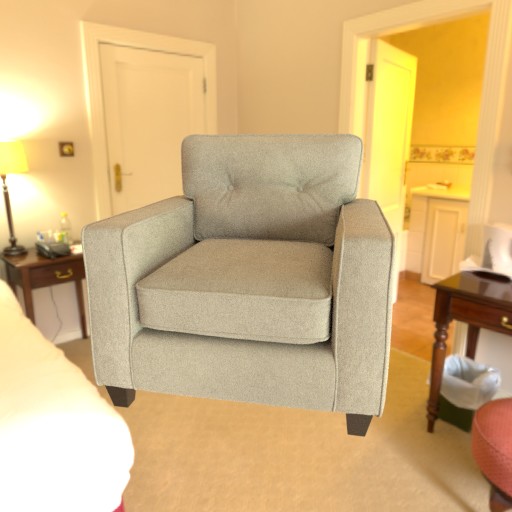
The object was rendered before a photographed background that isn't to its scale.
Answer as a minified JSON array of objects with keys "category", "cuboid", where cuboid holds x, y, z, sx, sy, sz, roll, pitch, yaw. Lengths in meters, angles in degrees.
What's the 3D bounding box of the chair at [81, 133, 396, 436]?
[{"category":"chair","cuboid":[0.000,0.000,1.801,1.015,0.965,0.939,3,15,11]}]
